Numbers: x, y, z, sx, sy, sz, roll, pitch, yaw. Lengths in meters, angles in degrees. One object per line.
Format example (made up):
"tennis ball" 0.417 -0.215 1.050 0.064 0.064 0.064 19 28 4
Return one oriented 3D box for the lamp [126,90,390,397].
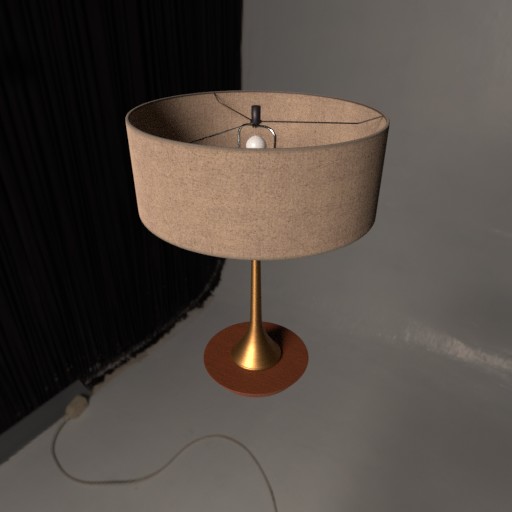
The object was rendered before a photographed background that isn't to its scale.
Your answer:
"lamp" 0.000 0.000 0.842 0.417 0.551 0.396 19 35 29
